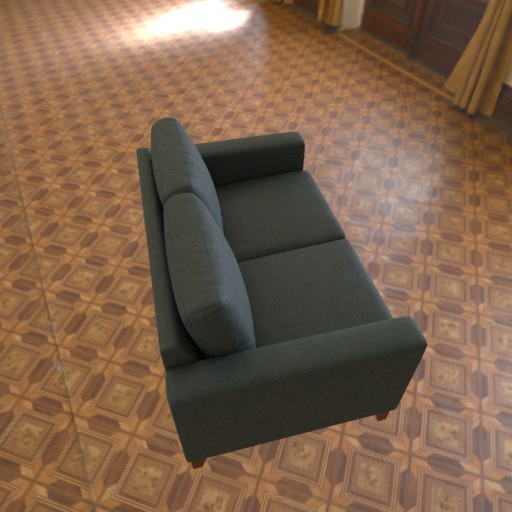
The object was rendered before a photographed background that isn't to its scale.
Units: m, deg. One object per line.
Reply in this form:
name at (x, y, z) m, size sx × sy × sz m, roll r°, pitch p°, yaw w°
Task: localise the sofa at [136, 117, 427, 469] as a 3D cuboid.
sofa at (0.000, 0.000, 2.107) m, size 0.955 × 0.903 × 1.489 m, roll -10°, pitch 47°, yaw -10°
